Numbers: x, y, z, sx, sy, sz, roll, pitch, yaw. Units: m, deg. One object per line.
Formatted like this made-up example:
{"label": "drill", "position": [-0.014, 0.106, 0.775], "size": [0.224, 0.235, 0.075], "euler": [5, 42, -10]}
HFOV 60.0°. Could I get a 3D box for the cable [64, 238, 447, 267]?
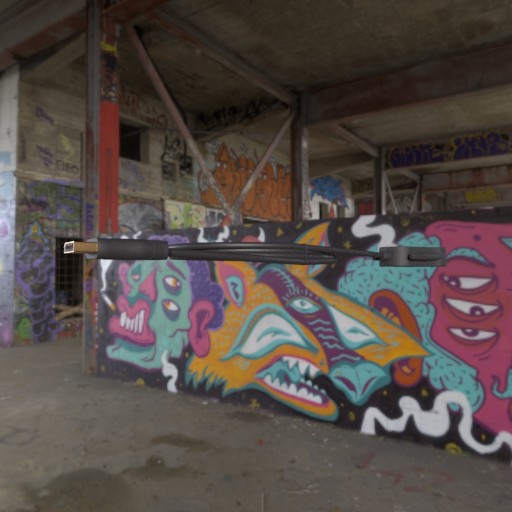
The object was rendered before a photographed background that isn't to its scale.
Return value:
{"label": "cable", "position": [0.000, 0.000, 0.319], "size": [0.281, 0.015, 0.136], "euler": [1, -2, -36]}
